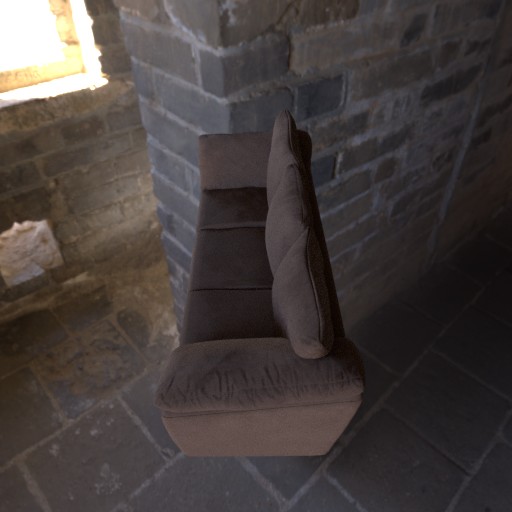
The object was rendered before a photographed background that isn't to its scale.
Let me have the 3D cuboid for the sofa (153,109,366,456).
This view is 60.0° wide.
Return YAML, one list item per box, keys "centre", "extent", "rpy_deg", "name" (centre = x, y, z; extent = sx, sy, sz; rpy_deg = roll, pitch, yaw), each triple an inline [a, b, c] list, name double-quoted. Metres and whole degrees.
- centre: [0.000, 0.000, 2.799]
  extent: [0.878, 1.015, 2.336]
  rpy_deg: [0, 42, -1]
  name: "sofa"
